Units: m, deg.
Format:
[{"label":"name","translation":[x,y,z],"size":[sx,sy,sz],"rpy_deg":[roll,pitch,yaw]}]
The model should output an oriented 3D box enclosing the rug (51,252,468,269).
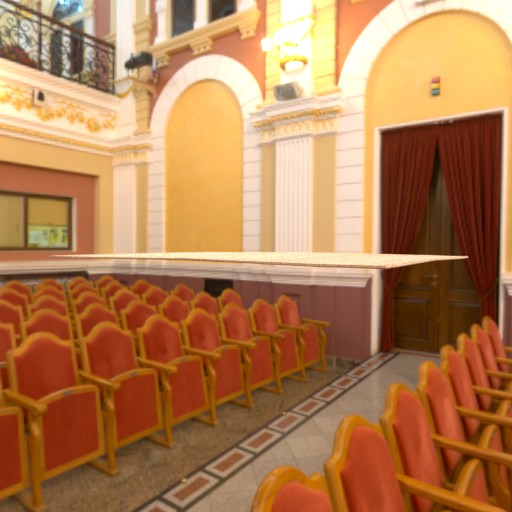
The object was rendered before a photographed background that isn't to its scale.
[{"label":"rug","translation":[0.000,0.000,2.973],"size":[2.346,0.029,1.574],"rpy_deg":[1,2,36]}]
